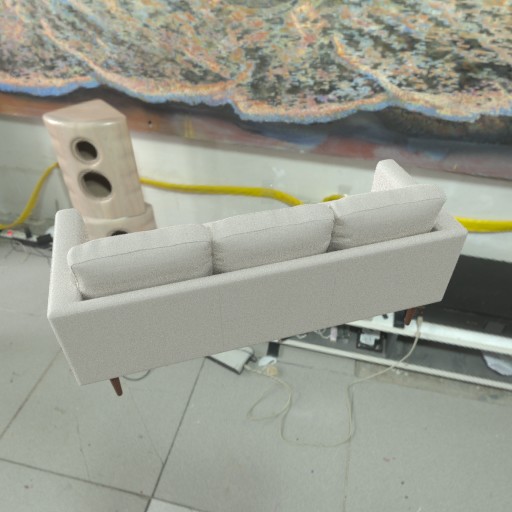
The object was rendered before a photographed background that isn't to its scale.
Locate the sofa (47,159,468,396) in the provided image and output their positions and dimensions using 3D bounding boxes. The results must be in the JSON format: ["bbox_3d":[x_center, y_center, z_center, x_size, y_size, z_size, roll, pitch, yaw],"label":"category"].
[{"bbox_3d":[0.000,0.000,2.471,2.029,0.912,0.802,-11,42,-12],"label":"sofa"}]
